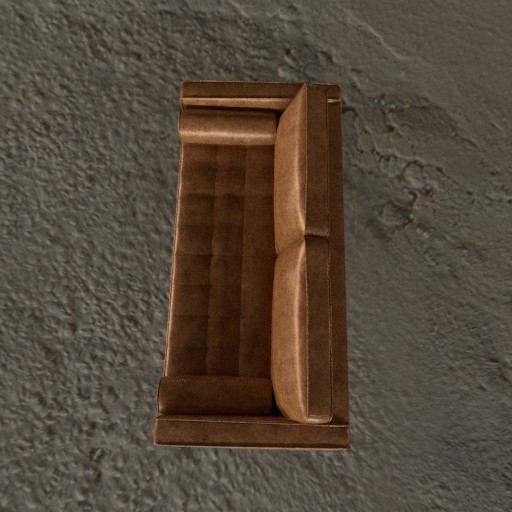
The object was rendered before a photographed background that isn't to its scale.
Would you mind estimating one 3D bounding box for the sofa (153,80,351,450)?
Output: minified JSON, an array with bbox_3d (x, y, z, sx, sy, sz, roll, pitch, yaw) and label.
[{"bbox_3d":[0.000,0.000,2.423,0.924,0.825,1.920,1,75,0],"label":"sofa"}]
